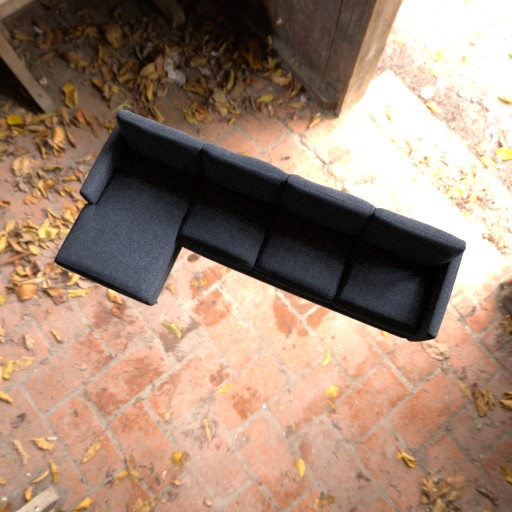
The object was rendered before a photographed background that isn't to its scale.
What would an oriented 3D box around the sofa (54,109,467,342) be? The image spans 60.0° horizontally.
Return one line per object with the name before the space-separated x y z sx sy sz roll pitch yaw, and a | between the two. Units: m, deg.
sofa | 0.000 0.000 3.491 2.932 0.810 1.350 22 77 5
